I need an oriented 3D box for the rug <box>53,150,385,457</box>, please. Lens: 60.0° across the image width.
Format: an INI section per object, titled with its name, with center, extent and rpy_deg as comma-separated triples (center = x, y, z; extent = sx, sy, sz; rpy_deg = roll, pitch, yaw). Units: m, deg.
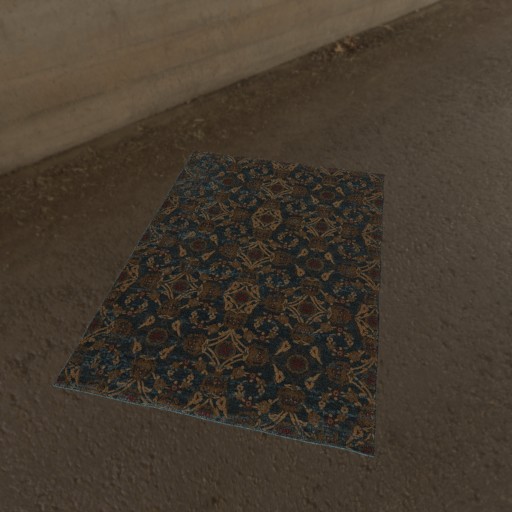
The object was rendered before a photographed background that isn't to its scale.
[rug]
center = 0.000, 0.000, 4.219
extent = 2.337, 0.013, 3.291
rpy_deg = 9, 46, 9
